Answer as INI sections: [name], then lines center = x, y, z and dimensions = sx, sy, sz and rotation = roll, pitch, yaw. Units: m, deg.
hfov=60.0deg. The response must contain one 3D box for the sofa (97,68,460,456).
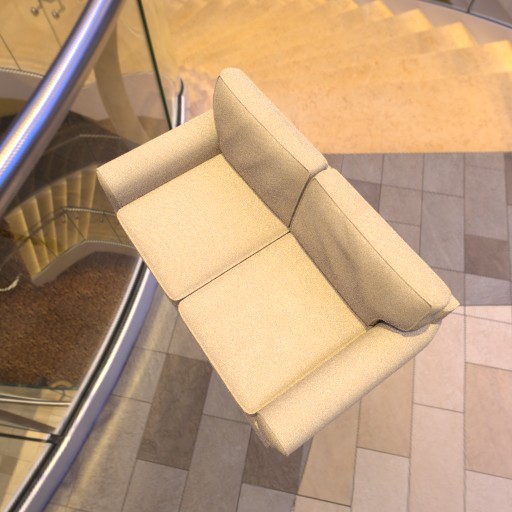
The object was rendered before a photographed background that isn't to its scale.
[sofa]
center = 0.000, 0.000, 2.330
dimensions = 0.991, 0.940, 1.727
rotation = -32, 68, -14
